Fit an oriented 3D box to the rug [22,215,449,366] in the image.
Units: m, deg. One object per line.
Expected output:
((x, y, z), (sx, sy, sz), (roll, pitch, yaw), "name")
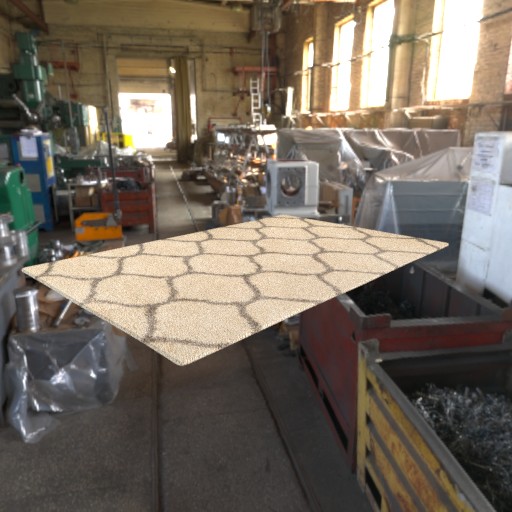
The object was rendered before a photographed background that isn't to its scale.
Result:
((0.000, 0.000, 3.307), (1.801, 0.026, 2.701), (15, 22, 42), "rug")
